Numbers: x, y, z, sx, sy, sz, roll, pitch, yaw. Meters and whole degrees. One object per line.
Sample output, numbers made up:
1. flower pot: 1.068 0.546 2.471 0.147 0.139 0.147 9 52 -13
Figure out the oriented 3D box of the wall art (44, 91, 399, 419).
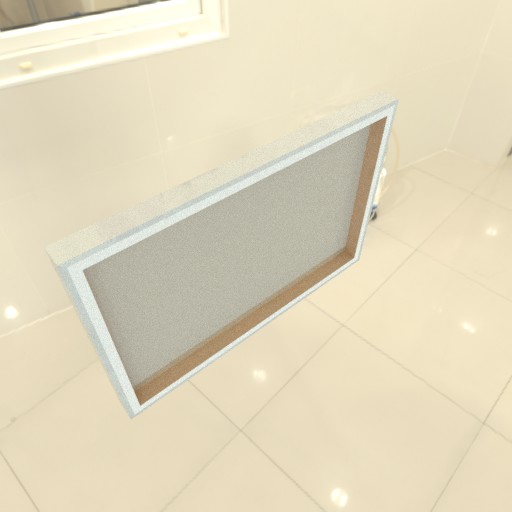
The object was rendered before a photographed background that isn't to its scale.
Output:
1. wall art: 0.000 0.000 0.786 0.609 0.407 0.038 -31 54 -26
